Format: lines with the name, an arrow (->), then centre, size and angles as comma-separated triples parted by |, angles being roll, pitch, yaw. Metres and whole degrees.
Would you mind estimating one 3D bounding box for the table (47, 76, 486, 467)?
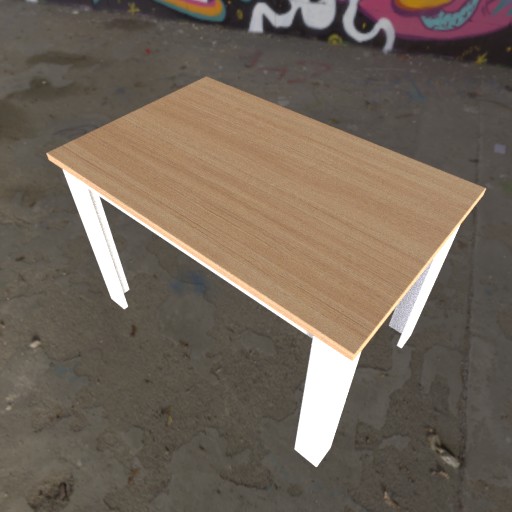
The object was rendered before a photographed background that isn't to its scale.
table -> 0.000, 0.000, 1.568 | 1.100, 0.734, 0.700 | 31, 54, 27
